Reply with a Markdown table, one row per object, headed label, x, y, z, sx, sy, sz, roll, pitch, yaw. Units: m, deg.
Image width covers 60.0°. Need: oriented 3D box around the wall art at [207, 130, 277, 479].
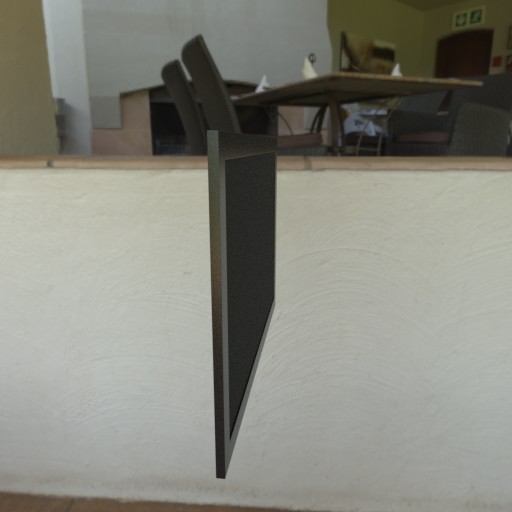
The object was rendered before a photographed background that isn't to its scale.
| label | x | y | z | sx | sy | sz | roll | pitch | yaw |
| --- | --- | --- | --- | --- | --- | --- | --- | --- | --- |
| wall art | 0.000 | 0.000 | 0.853 | 0.013 | 0.447 | 0.660 | 2 | 14 | 8 |
